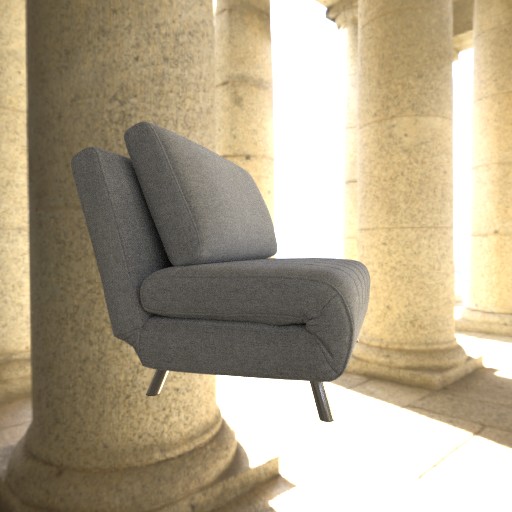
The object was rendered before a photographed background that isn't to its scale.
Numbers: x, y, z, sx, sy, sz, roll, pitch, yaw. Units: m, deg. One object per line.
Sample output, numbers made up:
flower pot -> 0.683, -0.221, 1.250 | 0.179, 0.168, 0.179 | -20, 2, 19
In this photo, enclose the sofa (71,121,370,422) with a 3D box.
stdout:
sofa -> 0.000, 0.000, 1.891 | 0.910, 0.910, 1.220 | 0, 1, 17
